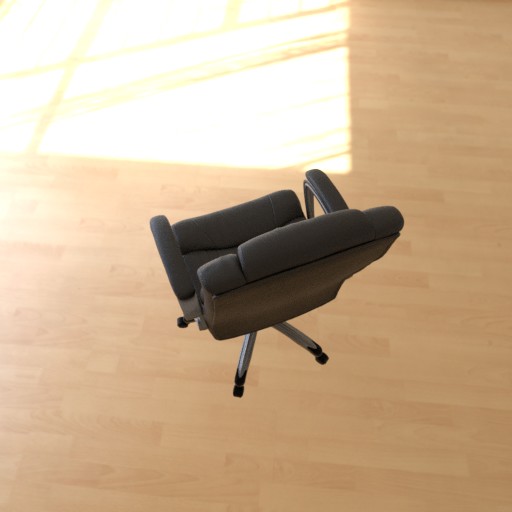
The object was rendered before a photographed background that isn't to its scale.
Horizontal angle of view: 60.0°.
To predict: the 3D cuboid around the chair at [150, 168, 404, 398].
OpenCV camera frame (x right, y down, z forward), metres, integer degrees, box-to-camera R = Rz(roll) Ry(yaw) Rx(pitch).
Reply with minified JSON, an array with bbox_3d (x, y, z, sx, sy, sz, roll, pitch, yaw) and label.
[{"bbox_3d":[0.000,0.000,1.615,0.721,1.130,0.719,-17,60,-10],"label":"chair"}]
